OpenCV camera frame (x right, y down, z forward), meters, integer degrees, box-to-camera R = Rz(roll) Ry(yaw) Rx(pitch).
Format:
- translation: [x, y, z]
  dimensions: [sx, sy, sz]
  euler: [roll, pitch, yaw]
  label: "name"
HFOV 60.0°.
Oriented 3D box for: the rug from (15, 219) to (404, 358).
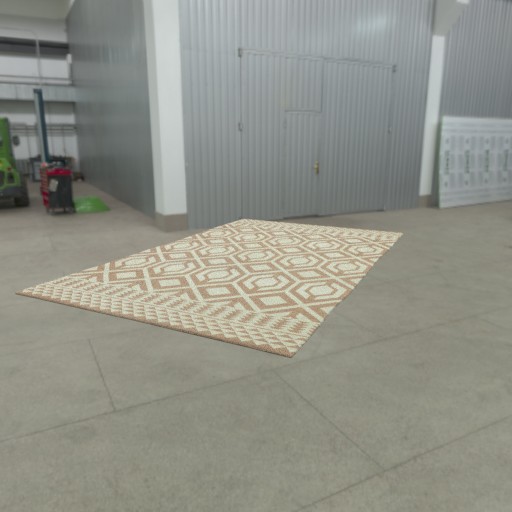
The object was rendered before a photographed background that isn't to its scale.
- translation: [0.000, 0.000, 2.967]
  dimensions: [1.526, 0.011, 2.435]
  euler: [7, 16, 26]
  label: "rug"
